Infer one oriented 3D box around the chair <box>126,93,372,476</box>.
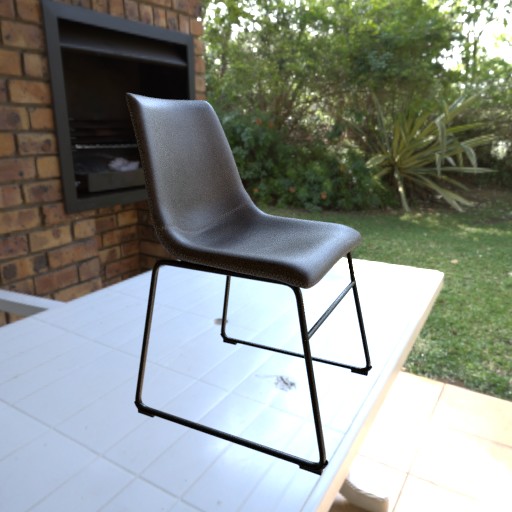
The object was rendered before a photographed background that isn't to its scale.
[{"bbox_3d":[0.000,0.000,1.130,0.550,0.780,0.460,8,18,25],"label":"chair"}]
